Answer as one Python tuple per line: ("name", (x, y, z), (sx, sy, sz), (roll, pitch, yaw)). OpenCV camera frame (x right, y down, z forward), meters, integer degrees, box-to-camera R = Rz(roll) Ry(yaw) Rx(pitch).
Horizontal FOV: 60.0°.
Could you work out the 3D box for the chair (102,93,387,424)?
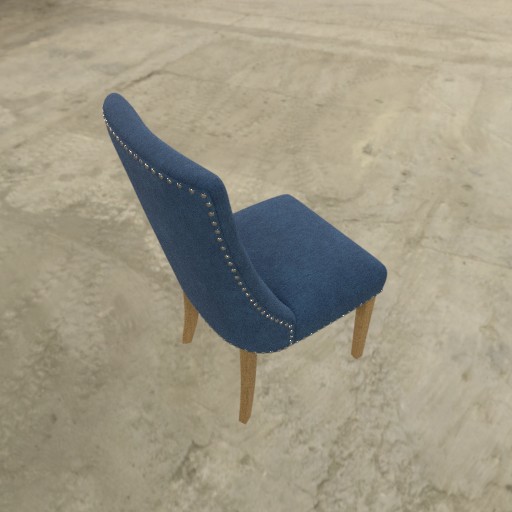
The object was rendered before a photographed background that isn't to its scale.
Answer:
("chair", (0.000, 0.000, 1.259), (0.610, 0.902, 0.495), (-24, 47, -25))
